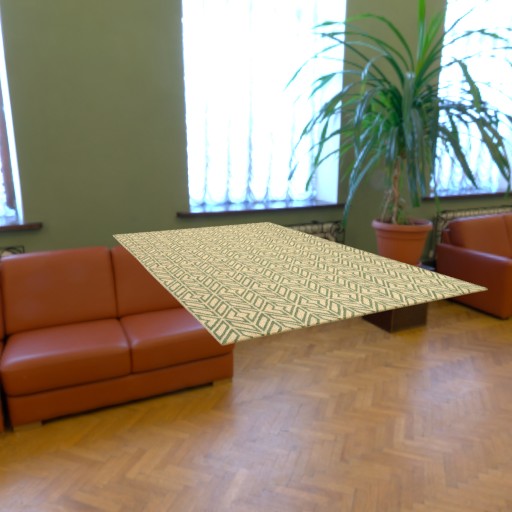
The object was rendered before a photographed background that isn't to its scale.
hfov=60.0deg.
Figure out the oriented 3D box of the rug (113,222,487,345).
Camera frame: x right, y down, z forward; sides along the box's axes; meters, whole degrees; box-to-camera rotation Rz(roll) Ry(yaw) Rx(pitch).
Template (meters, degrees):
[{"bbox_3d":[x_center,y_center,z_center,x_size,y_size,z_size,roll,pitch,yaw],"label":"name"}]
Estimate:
[{"bbox_3d":[0.000,0.000,3.064,1.517,0.011,2.435,-7,15,-26],"label":"rug"}]
